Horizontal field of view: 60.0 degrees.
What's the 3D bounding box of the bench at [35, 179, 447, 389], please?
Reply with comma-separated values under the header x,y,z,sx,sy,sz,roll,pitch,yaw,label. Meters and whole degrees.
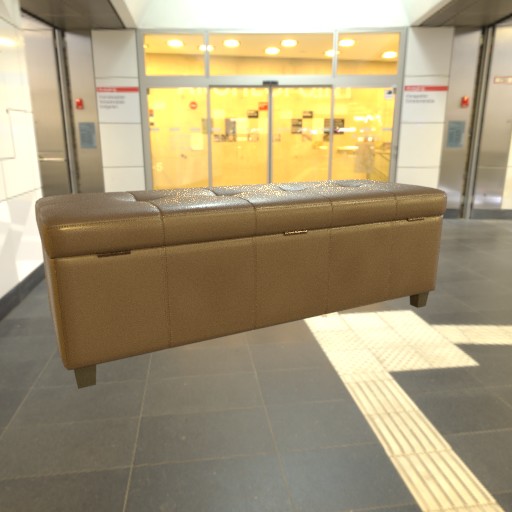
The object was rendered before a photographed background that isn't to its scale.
x,y,z,sx,sy,sz,roll,pitch,yaw,label
0.000,0.000,1.410,1.219,0.417,0.450,-8,17,-27,bench
